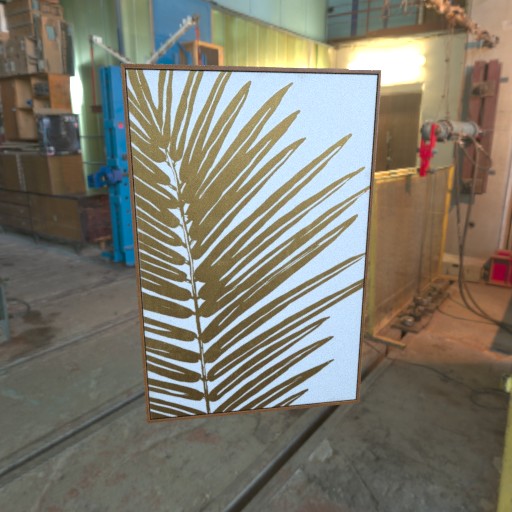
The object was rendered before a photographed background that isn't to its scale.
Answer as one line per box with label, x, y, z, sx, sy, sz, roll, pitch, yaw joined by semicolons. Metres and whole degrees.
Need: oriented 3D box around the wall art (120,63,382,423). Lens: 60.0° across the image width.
wall art;0.000;0.000;1.159;0.610;0.914;0.037;-2;15;-9
